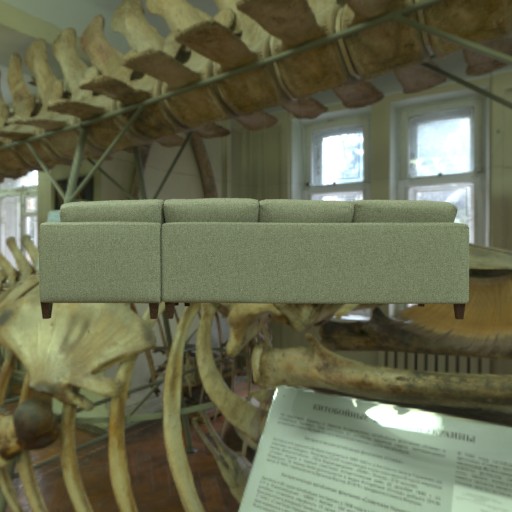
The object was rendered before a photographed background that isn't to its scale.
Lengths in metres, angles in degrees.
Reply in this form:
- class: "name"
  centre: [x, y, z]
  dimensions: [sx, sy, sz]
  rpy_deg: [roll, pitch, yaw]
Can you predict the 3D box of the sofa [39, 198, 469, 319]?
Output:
- class: "sofa"
  centre: [0.000, 0.000, 4.602]
  dimensions: [3.302, 0.947, 2.593]
  rpy_deg: [0, 0, 1]
